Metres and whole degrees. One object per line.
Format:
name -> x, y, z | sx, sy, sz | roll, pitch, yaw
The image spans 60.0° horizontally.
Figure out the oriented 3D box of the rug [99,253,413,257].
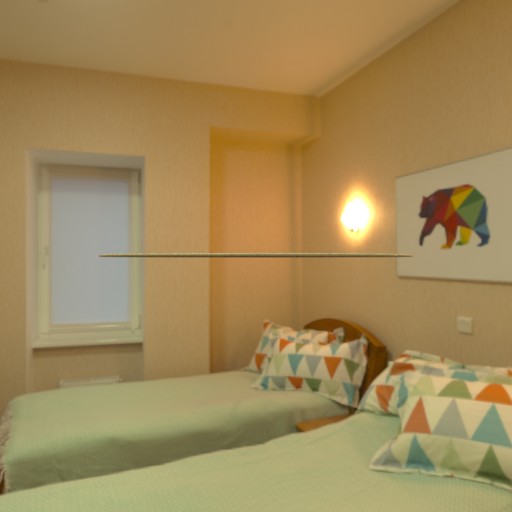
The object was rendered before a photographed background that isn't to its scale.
rug -> 0.000, 0.000, 2.385 | 1.593, 0.012, 1.593 | 0, 0, 0
